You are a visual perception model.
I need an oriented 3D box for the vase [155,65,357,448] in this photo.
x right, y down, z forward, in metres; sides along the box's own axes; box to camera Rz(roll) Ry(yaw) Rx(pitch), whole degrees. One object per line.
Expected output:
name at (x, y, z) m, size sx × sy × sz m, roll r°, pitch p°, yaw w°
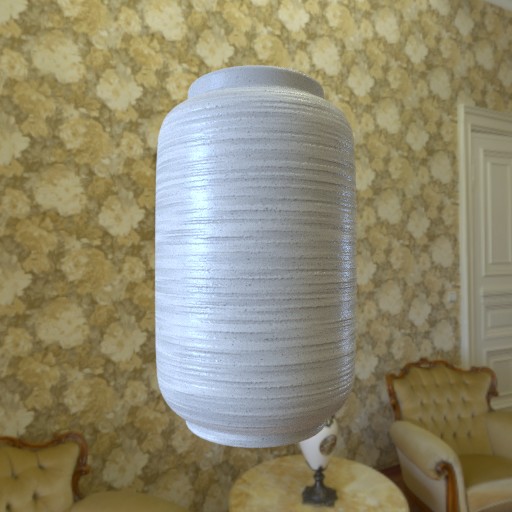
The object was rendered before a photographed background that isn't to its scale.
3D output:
vase at (0.000, 0.000, 0.456) m, size 0.202 × 0.335 × 0.202 m, roll 0°, pitch -1°, yaw 0°
